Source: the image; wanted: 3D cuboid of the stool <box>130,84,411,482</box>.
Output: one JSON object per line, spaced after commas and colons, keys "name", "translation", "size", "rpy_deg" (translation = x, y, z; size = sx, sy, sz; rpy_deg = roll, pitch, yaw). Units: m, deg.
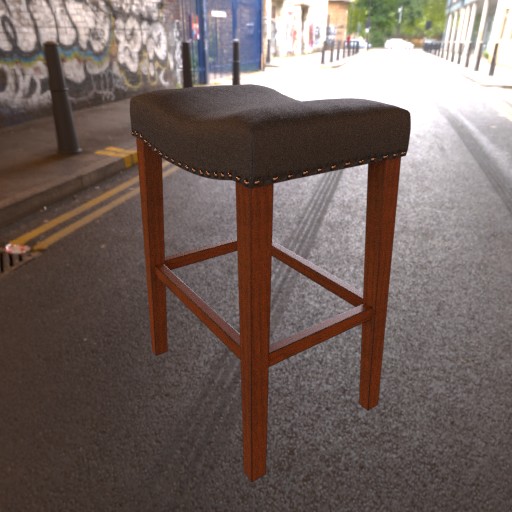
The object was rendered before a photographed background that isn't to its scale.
{"name": "stool", "translation": [0.000, 0.000, 0.877], "size": [0.320, 0.612, 0.439], "rpy_deg": [-17, 31, -31]}
